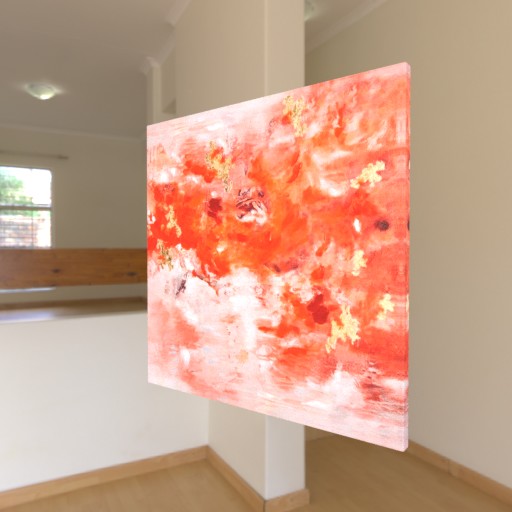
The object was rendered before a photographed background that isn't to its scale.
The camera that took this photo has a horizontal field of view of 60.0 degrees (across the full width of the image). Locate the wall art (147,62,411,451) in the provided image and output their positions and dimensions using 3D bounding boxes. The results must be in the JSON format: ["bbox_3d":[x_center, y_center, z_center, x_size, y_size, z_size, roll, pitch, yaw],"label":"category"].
[{"bbox_3d":[0.000,0.000,1.279,0.878,0.878,0.066,1,1,36],"label":"wall art"}]
